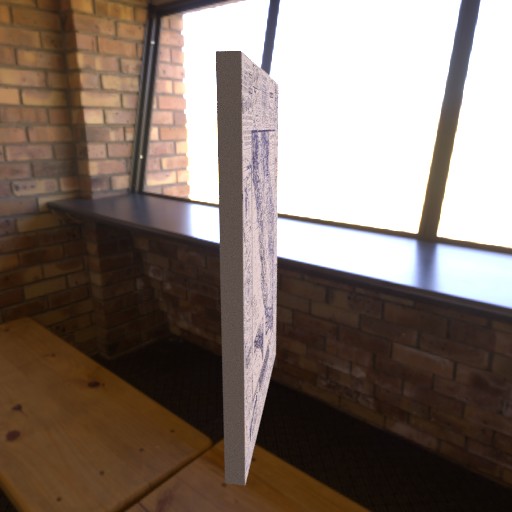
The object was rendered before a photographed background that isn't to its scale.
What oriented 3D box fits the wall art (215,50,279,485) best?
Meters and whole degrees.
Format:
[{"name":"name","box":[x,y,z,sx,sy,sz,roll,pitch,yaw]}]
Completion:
[{"name":"wall art","box":[0.000,0.000,0.976,0.039,0.753,0.511,2,16,9]}]
